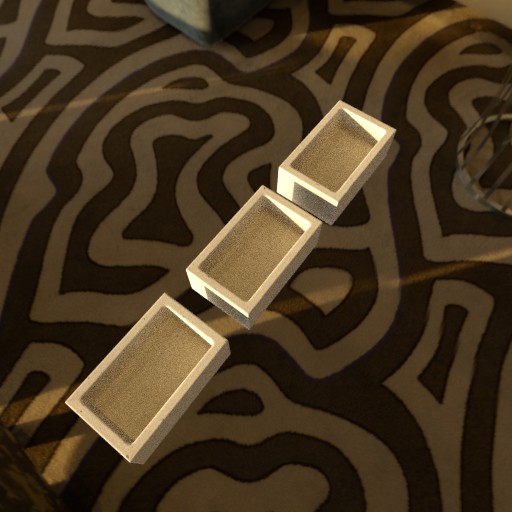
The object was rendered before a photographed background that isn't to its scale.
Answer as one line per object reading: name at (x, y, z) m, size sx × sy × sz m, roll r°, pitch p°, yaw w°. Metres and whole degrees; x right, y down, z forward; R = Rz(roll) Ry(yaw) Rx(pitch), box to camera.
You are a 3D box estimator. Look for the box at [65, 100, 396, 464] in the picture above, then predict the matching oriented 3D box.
box at (0.000, 0.000, 0.491) m, size 0.082 × 0.051 × 0.461 m, roll 34°, pitch 68°, yaw 16°
